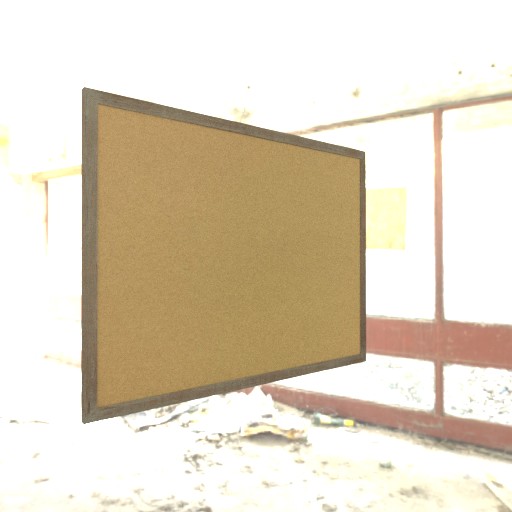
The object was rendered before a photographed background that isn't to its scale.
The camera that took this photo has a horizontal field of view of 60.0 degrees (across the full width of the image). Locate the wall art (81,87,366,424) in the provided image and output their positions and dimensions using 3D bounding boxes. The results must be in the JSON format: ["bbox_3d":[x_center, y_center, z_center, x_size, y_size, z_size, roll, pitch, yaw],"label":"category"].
[{"bbox_3d":[0.000,0.000,1.333,1.012,0.774,0.019,0,0,-38],"label":"wall art"}]
